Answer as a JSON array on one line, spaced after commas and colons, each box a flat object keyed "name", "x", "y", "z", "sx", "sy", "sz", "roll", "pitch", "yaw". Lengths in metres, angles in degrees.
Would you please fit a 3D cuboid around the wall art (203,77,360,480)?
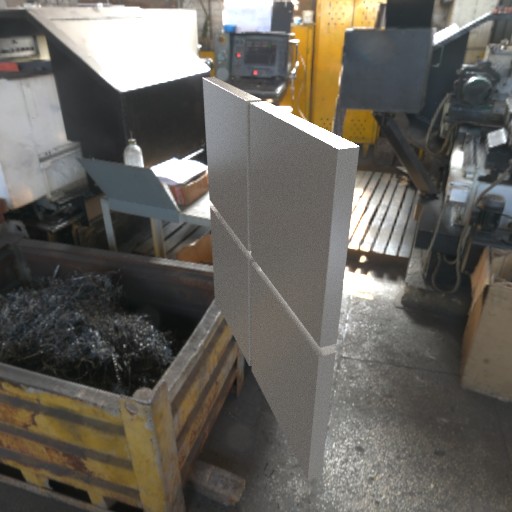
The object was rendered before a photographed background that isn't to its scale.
[{"name": "wall art", "x": 0.000, "y": 0.000, "z": 0.911, "sx": 0.029, "sy": 0.611, "sz": 0.611, "roll": -11, "pitch": 31, "yaw": -18}]
